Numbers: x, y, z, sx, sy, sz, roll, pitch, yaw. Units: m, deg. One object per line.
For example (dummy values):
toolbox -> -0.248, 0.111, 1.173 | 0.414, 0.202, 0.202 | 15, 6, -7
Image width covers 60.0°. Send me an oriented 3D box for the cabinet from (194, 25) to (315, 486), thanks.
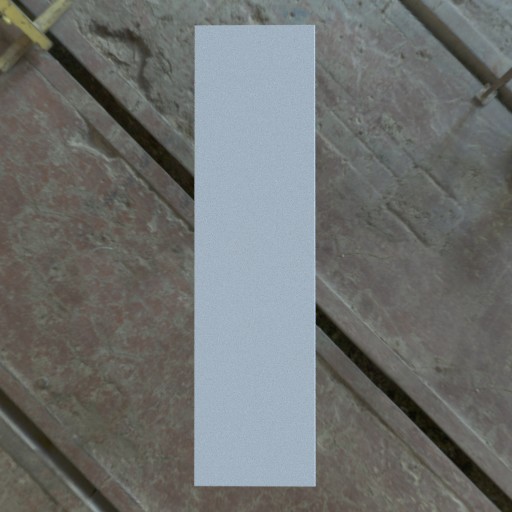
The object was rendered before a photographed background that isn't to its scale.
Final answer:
cabinet -> 0.000, 0.000, 1.844 | 0.380, 0.900, 1.450 | 0, 90, 0
